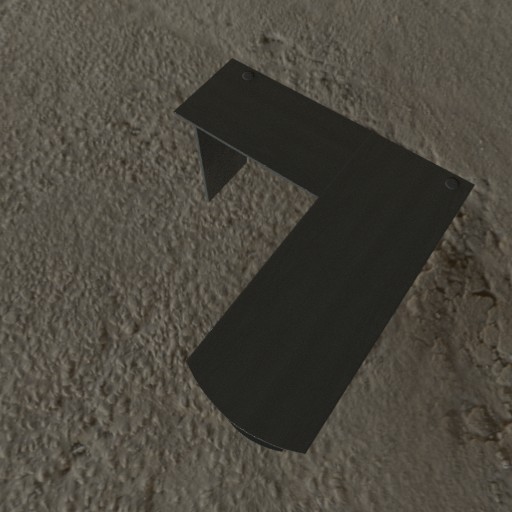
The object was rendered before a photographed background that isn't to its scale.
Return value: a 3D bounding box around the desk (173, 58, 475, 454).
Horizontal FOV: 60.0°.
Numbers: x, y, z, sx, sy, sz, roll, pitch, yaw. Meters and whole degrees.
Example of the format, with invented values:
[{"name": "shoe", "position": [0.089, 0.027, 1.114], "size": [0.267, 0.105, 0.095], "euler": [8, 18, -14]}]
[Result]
[{"name": "desk", "position": [0.000, 0.000, 2.123], "size": [1.303, 0.716, 1.361], "euler": [33, 68, 15]}]
